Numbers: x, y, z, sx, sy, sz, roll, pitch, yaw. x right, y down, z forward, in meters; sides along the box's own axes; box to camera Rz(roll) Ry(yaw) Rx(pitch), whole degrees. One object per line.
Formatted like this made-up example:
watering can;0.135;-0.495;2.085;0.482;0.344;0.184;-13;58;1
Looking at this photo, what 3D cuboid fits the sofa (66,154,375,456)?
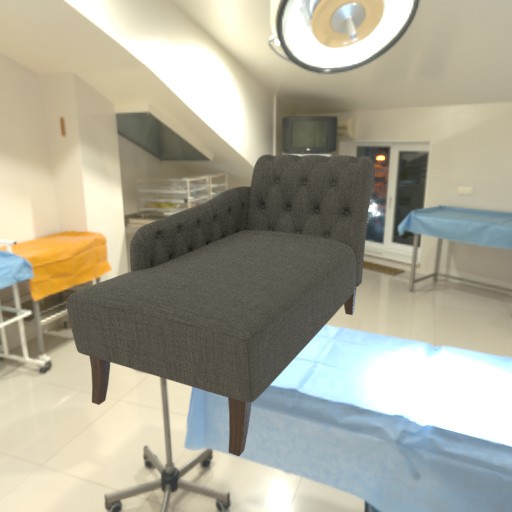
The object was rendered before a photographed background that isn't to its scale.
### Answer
sofa;0.000;0.000;1.842;0.675;0.787;1.379;8;16;27
